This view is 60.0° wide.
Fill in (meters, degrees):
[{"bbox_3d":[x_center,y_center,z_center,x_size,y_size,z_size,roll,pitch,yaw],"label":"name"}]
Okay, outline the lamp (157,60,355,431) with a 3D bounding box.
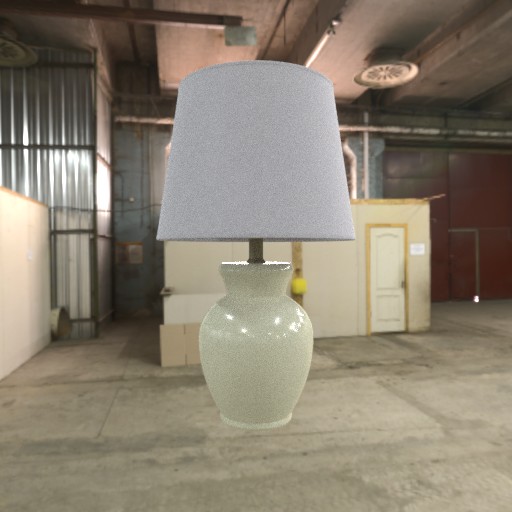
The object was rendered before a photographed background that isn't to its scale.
[{"bbox_3d":[0.000,0.000,0.546,0.239,0.399,0.239,0,1,0],"label":"lamp"}]
